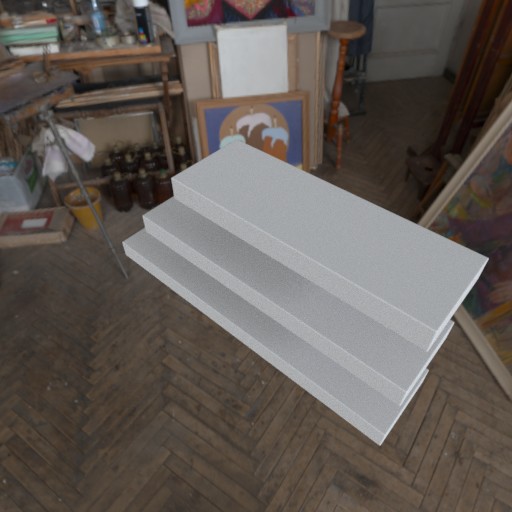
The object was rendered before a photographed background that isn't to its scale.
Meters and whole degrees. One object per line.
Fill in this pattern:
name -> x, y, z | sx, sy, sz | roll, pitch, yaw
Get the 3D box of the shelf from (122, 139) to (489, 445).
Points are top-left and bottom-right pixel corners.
shelf -> 0.000, 0.000, 0.732 | 0.610, 0.293, 0.140 | 32, 53, 27
